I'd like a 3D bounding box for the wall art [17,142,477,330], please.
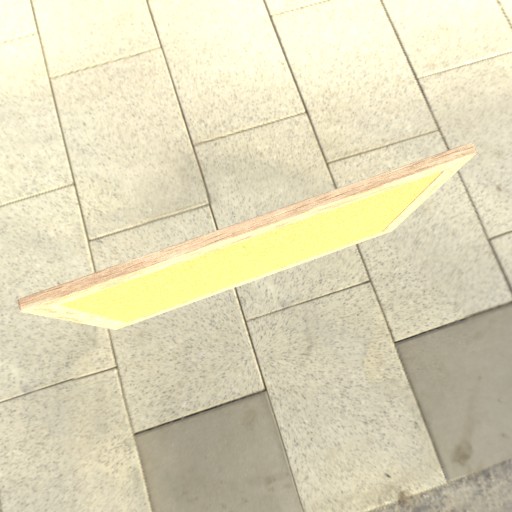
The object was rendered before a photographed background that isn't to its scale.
[{"bbox_3d":[0.000,0.000,0.946,0.780,0.480,0.021,-19,78,-4],"label":"wall art"}]
